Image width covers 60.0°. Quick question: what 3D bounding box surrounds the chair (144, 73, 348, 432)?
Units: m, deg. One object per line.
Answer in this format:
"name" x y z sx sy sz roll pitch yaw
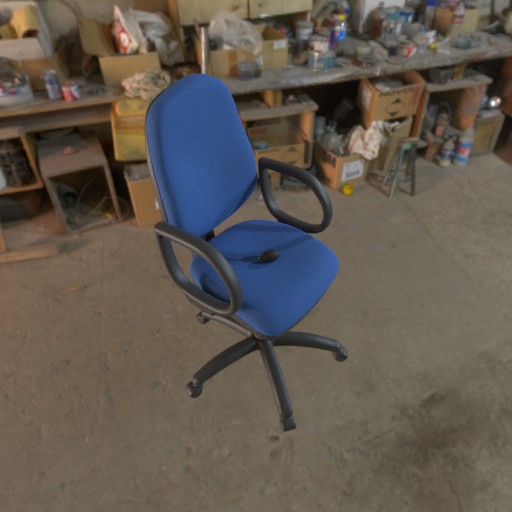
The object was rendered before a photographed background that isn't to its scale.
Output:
"chair" 0.000 0.000 1.276 0.549 0.905 0.552 26 47 28
